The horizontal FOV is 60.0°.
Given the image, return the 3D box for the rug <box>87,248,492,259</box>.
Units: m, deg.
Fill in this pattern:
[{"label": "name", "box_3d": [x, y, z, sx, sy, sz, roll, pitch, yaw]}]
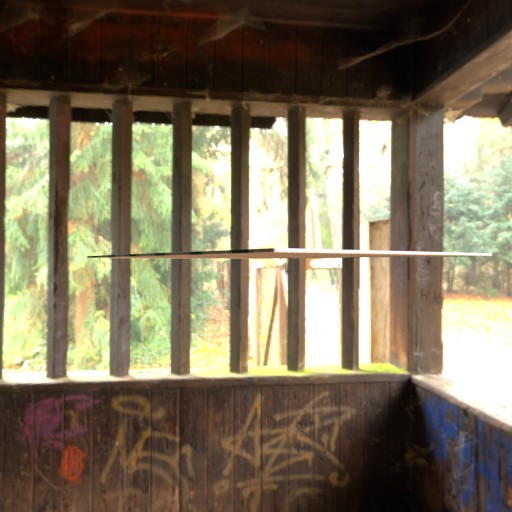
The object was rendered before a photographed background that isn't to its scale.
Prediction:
[{"label": "rug", "box_3d": [0.000, 0.000, 2.305, 1.210, 0.012, 1.829, 1, -1, -36]}]
